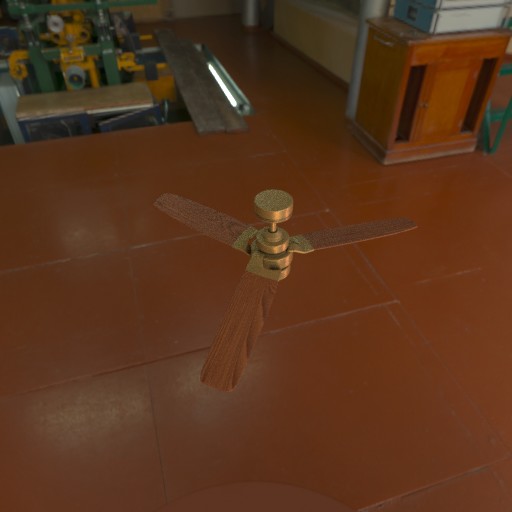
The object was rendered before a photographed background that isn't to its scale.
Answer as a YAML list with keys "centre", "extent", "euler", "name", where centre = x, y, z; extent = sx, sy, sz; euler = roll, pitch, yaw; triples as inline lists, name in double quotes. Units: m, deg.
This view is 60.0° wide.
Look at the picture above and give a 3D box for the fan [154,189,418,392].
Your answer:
- centre: [0.000, 0.000, 2.003]
  extent: [1.416, 0.425, 1.271]
  euler: [11, 43, 13]
  name: "fan"
